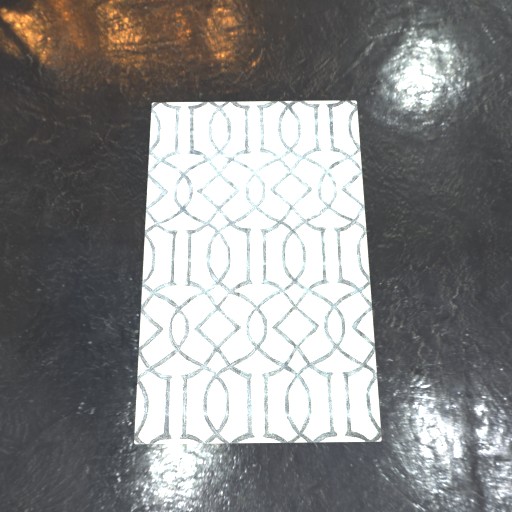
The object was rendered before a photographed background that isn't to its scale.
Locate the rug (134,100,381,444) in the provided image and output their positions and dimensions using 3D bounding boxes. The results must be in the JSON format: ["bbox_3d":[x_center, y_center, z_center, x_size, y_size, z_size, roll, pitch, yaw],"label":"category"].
[{"bbox_3d":[0.000,0.000,3.009,1.521,0.017,2.365,-1,76,0],"label":"rug"}]
